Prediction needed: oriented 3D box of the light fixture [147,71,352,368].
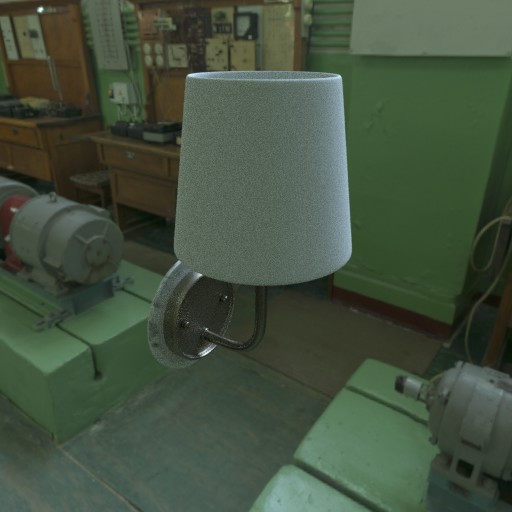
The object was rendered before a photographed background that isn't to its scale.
[{"bbox_3d":[0.000,0.000,0.444,0.188,0.337,0.168,17,30,31],"label":"light fixture"}]
